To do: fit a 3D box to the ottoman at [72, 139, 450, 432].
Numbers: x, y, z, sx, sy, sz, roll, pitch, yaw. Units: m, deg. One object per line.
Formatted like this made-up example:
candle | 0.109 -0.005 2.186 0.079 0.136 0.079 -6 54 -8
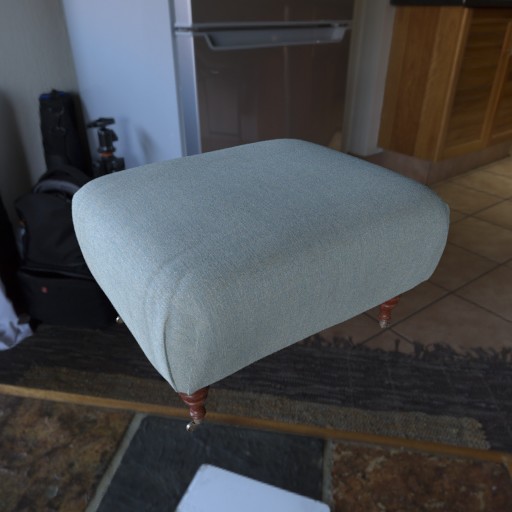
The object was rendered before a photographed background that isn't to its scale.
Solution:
ottoman | 0.000 0.000 1.119 0.747 0.450 0.622 -19 35 -29
